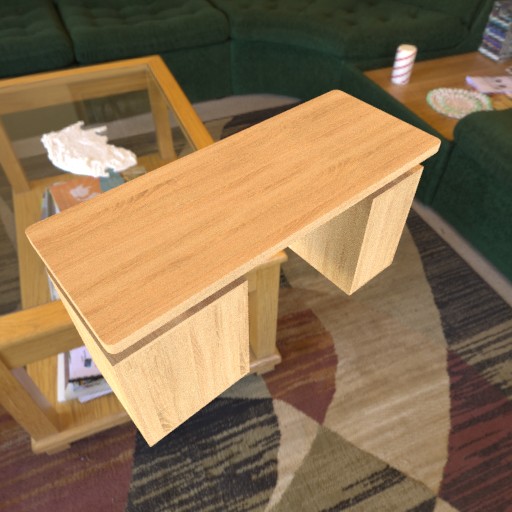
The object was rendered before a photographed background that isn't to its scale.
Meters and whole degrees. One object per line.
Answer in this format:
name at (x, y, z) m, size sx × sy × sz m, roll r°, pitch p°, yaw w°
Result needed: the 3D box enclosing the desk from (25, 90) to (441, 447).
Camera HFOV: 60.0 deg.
desk at (0.000, 0.000, 1.793) m, size 1.400 × 0.760 × 0.550 m, roll -32°, pitch 55°, yaw -26°
